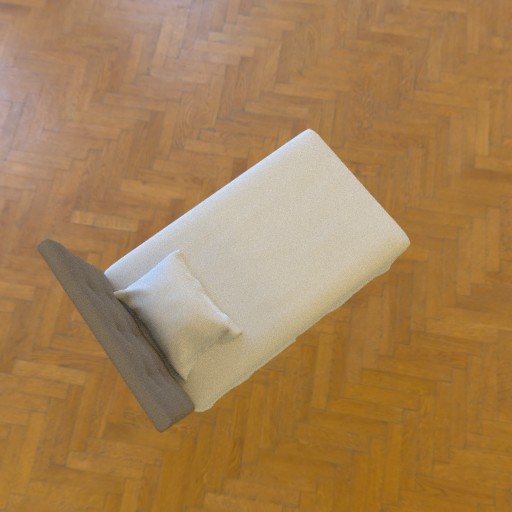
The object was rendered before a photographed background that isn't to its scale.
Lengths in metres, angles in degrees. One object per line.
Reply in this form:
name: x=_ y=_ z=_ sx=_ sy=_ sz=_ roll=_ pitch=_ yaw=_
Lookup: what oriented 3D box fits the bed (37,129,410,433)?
bed: x=0.000 y=0.000 z=3.039 sx=1.997 sy=1.571 sz=1.261 roll=-36 pitch=78 yaw=-9
